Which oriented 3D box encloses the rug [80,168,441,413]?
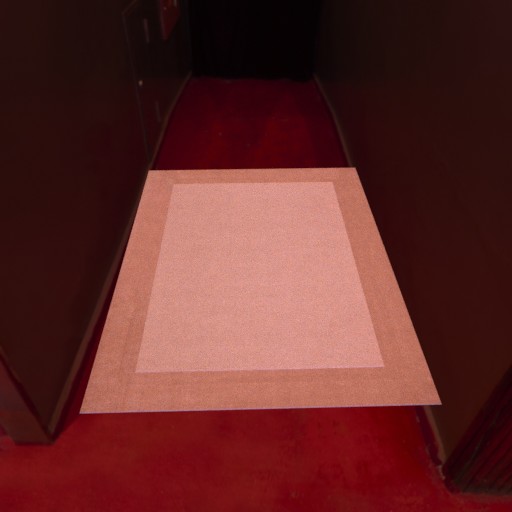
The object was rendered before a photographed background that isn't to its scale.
[{"bbox_3d":[0.000,0.000,4.108,2.438,0.014,3.048,-1,42,-1],"label":"rug"}]
